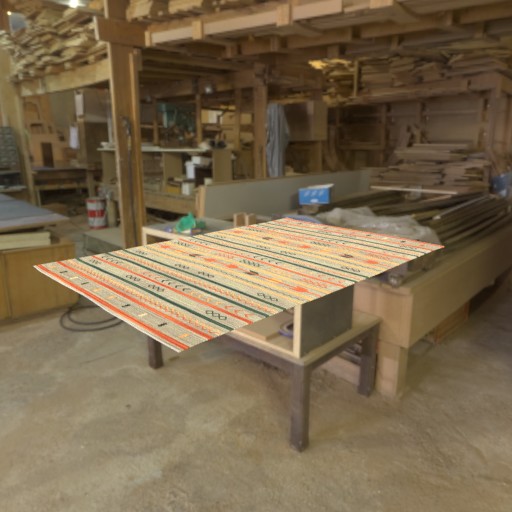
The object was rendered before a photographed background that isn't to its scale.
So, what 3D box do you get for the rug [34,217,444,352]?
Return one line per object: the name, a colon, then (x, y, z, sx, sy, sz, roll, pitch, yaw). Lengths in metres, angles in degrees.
rug: (0.000, 0.000, 2.343, 1.835, 0.017, 1.220, -15, 21, -42)
